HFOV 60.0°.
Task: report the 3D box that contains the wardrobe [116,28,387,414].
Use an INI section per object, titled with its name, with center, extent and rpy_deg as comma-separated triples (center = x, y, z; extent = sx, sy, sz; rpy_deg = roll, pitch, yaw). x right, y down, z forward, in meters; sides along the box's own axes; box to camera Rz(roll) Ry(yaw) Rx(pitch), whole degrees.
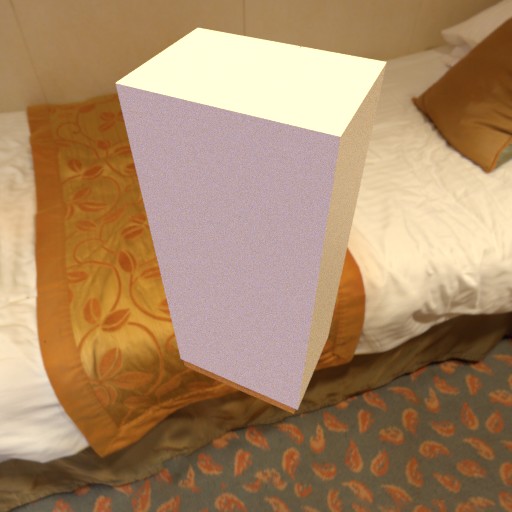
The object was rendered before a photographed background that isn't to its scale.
[wardrobe]
center = 0.000, 0.000, 2.431
extent = 0.860, 2.040, 0.600
rpy_deg = 19, 49, 17
